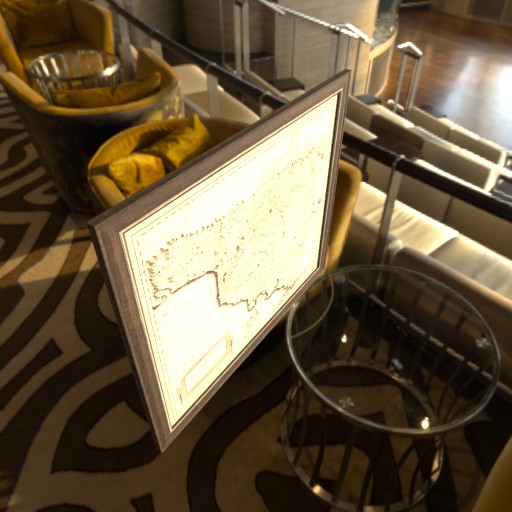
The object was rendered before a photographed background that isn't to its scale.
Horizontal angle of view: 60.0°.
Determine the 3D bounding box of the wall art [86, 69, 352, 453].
[{"bbox_3d":[0.000,0.000,1.407,0.023,0.875,1.033,25,47,26],"label":"wall art"}]
